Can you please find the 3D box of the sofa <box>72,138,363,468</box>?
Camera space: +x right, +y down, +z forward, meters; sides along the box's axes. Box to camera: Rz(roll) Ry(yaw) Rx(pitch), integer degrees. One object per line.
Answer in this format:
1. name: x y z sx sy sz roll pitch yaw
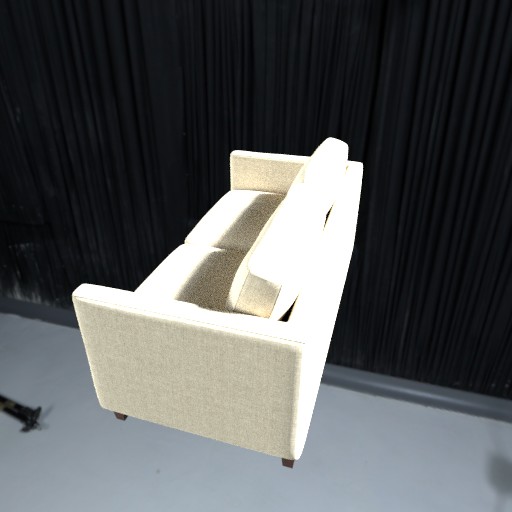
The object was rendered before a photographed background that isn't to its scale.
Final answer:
1. sofa: 0.000 0.000 2.460 0.950 0.963 1.884 9 32 15
